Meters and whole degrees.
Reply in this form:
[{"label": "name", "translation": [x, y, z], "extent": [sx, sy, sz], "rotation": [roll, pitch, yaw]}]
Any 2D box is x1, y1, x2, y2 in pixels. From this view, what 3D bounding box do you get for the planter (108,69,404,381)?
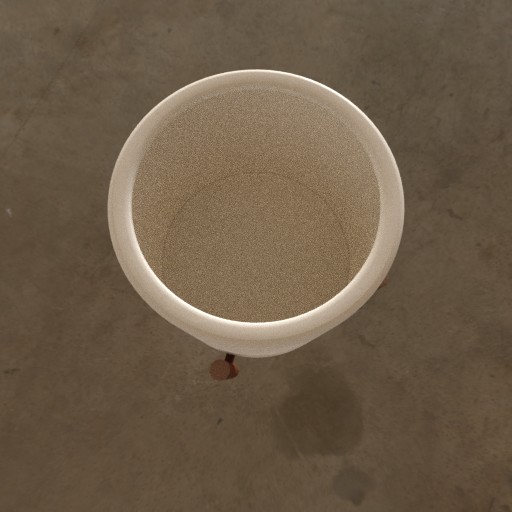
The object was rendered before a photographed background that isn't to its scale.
[{"label": "planter", "translation": [0.000, 0.000, 0.505], "extent": [0.224, 0.358, 0.224], "rotation": [-28, 77, -7]}]
